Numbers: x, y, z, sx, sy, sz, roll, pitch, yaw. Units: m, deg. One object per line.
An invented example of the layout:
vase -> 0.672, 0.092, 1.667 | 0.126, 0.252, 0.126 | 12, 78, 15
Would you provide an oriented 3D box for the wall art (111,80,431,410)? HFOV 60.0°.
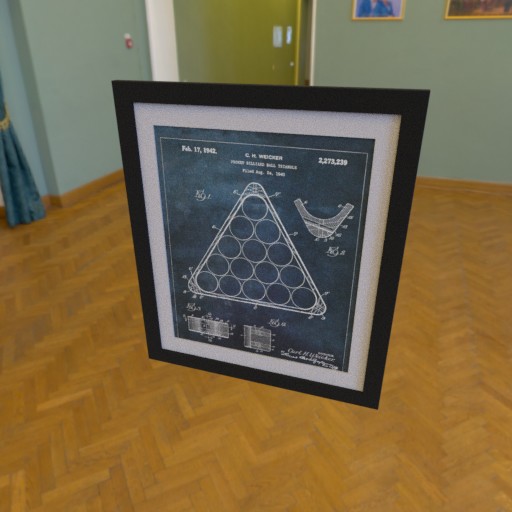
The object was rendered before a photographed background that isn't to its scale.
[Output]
wall art -> 0.000, 0.000, 0.499 | 0.311, 0.361, 0.010 | 8, 27, 16
